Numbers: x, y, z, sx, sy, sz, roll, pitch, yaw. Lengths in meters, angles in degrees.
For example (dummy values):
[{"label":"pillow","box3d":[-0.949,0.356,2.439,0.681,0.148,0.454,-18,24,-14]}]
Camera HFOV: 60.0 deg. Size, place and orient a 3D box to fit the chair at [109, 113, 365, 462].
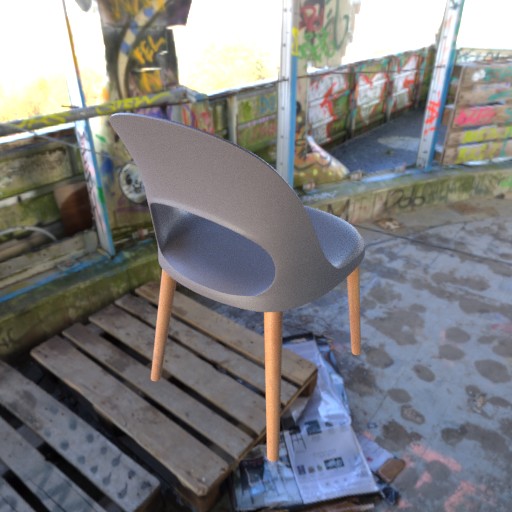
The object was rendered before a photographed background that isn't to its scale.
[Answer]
[{"label":"chair","box3d":[0.000,0.000,1.131,0.470,0.795,0.556,21,37,32]}]
